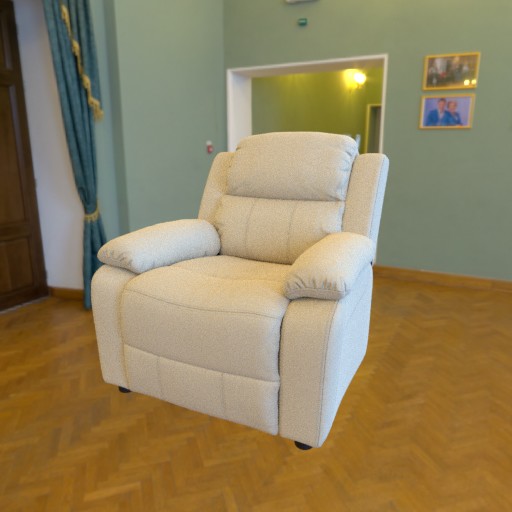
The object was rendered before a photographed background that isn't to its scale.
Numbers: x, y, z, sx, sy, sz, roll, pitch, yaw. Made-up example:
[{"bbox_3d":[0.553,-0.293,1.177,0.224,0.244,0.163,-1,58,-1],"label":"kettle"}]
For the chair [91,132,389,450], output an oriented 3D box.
[{"bbox_3d":[0.000,0.000,1.278,0.680,0.702,0.709,7,16,26],"label":"chair"}]
